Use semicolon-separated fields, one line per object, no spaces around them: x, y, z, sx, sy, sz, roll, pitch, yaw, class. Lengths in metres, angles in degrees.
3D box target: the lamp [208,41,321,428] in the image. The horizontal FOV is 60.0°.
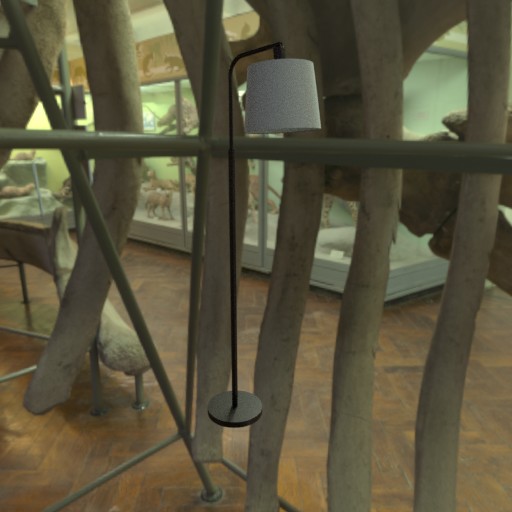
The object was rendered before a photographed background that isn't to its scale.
0.000;0.000;1.698;0.508;1.478;0.254;14;21;43;lamp
